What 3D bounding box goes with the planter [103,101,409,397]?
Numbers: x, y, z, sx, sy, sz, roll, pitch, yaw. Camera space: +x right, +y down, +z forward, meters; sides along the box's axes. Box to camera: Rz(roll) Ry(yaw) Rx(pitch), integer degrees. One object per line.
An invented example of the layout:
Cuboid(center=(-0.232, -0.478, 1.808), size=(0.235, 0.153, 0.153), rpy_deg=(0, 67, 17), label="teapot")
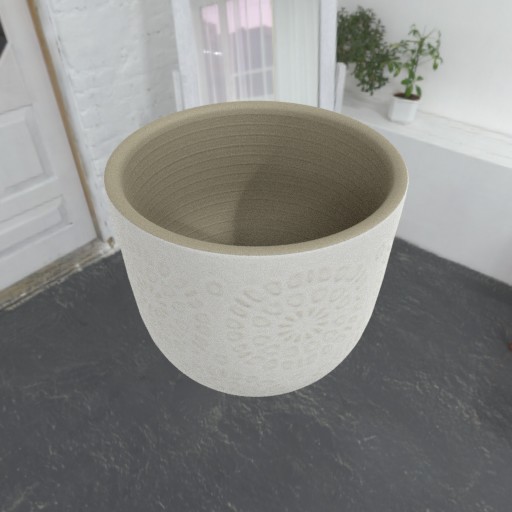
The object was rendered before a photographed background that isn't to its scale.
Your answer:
Cuboid(center=(0.000, 0.000, 0.221), size=(0.124, 0.109, 0.124), rpy_deg=(0, 41, 0), label="planter")
